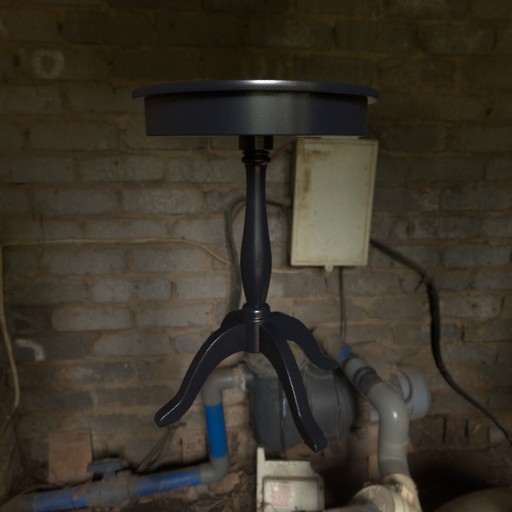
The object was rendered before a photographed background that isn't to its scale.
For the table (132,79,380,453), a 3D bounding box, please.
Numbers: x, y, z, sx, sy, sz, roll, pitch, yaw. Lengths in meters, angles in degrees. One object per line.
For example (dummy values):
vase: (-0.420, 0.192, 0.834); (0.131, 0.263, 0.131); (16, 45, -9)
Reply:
table: (0.000, 0.000, 0.966); (0.481, 0.665, 0.481); (0, 15, 0)
